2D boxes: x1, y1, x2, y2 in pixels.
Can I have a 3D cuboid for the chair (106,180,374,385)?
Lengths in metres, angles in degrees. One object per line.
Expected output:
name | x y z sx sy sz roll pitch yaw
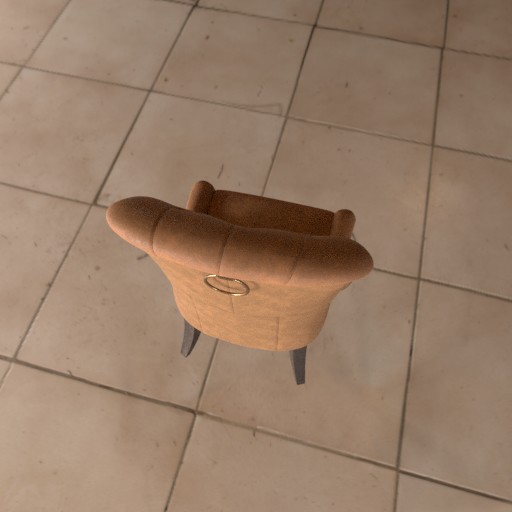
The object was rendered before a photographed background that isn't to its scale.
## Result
chair | 0.000 0.000 1.487 0.634 1.091 0.629 12 64 6
